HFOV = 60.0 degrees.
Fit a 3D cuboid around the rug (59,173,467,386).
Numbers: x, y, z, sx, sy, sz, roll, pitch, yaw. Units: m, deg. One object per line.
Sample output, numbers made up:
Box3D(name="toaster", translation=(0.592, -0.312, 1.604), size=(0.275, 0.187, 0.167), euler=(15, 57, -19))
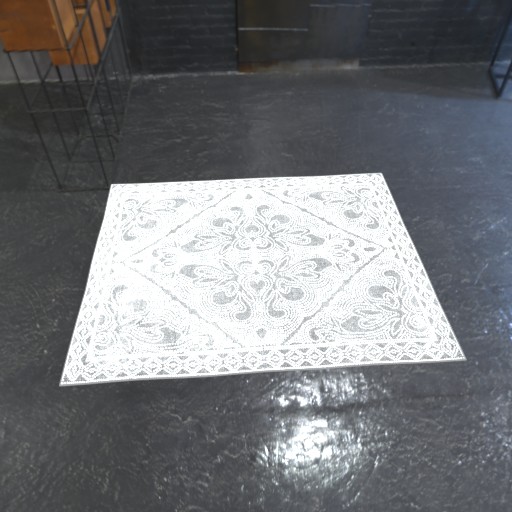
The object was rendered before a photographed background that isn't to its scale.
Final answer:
Box3D(name="rug", translation=(0.000, 0.000, 4.114), size=(3.048, 0.012, 2.438), euler=(-3, 46, -2))
